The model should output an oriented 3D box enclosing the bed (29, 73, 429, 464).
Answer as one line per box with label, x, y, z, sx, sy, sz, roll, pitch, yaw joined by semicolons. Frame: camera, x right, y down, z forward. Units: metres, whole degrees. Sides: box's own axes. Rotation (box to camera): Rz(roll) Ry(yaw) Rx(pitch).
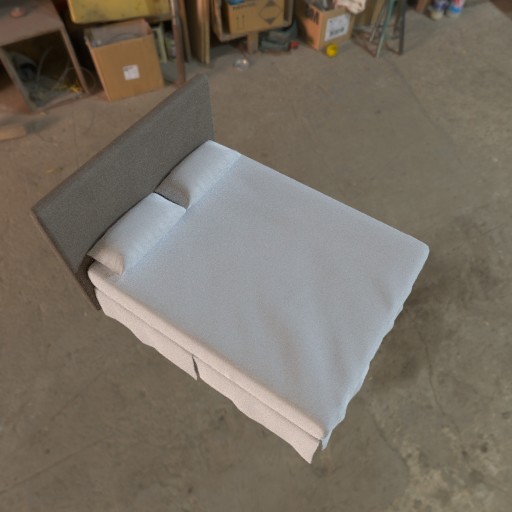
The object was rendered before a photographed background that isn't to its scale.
bed;0.000;0.000;3.197;2.142;1.330;1.723;29;61;18
